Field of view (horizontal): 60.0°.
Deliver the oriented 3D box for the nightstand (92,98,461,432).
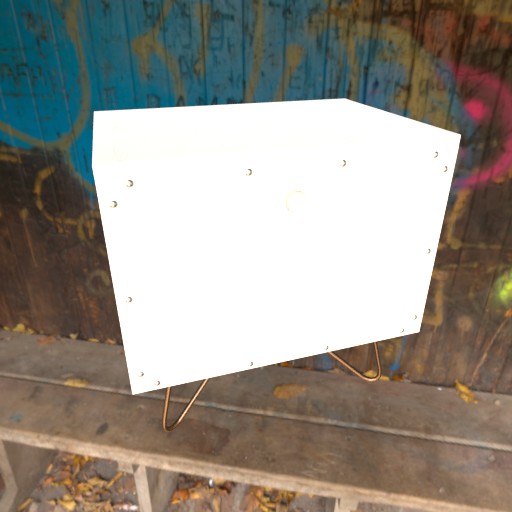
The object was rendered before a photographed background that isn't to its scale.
[{"bbox_3d":[0.000,0.000,1.020,0.614,0.604,0.447,-8,29,-15],"label":"nightstand"}]
